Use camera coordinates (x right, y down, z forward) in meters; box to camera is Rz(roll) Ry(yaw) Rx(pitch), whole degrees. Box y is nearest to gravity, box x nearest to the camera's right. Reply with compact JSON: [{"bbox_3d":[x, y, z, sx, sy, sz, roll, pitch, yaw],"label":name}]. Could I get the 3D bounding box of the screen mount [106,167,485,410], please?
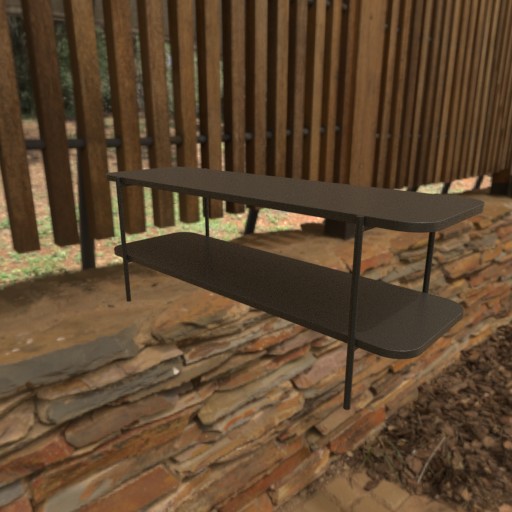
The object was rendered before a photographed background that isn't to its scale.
[{"bbox_3d":[0.000,0.000,1.385,1.200,0.447,0.400,15,23,41],"label":"screen mount"}]
